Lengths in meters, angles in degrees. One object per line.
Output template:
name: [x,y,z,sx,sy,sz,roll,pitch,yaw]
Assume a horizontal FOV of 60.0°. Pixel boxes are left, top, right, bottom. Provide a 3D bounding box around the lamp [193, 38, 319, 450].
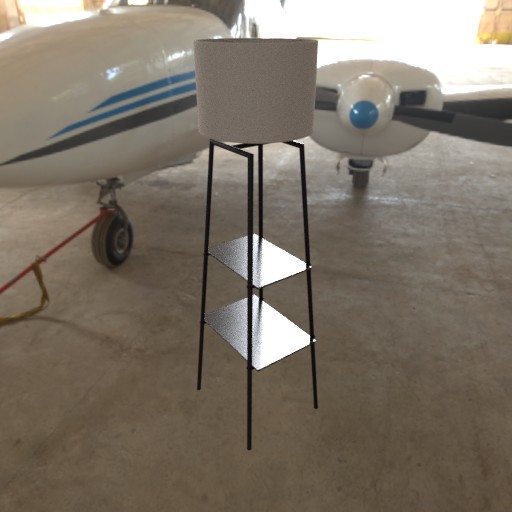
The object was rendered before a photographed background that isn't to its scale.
lamp: [0.000,0.000,1.682,0.384,1.474,0.427,-19,33,-31]
